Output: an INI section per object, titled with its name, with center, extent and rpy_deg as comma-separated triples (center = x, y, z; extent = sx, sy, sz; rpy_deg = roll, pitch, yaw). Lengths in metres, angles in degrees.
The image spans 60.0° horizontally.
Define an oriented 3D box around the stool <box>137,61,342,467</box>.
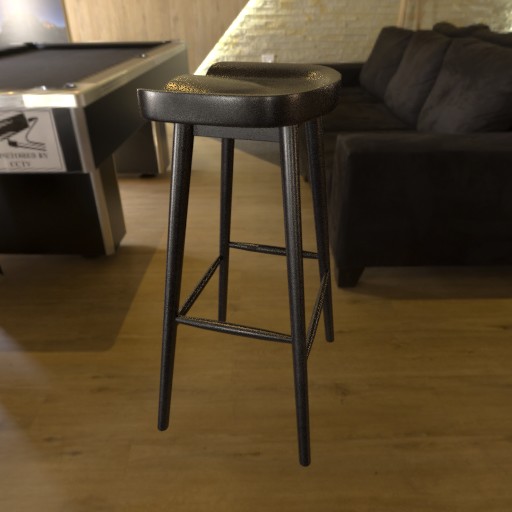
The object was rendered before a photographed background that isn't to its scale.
[stool]
center = 0.000, 0.000, 0.983
extent = 0.361, 0.749, 0.440
rpy_deg = 8, 31, 14
